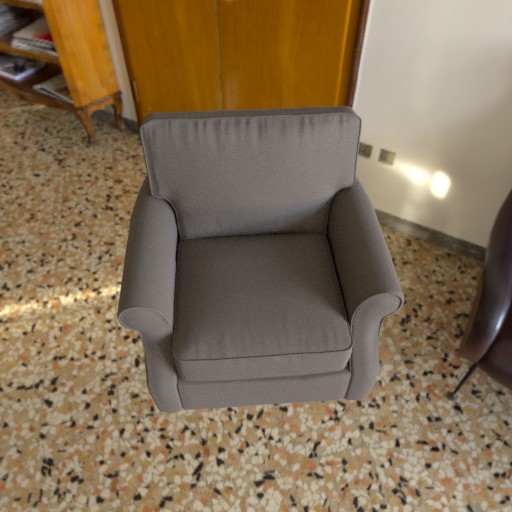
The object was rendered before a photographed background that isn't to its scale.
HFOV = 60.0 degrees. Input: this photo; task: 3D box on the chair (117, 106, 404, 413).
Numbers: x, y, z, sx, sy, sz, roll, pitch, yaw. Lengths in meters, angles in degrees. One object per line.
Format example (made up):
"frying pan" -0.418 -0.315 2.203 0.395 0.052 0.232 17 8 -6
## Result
"chair" 0.000 0.000 1.840 1.029 0.967 0.966 -3 47 -3
